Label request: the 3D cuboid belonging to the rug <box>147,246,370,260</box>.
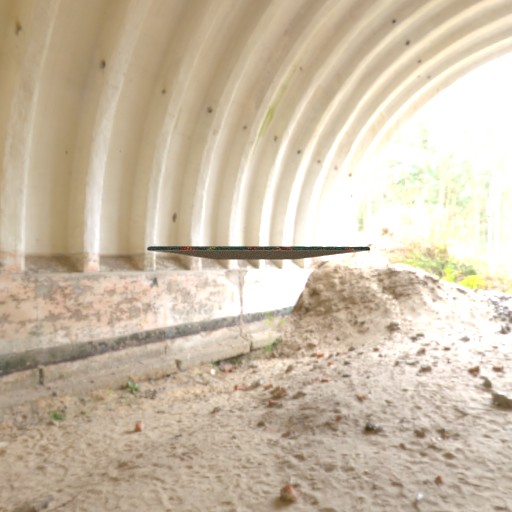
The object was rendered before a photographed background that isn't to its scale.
[{"bbox_3d":[0.000,0.000,2.475,0.686,0.013,2.286,0,-1,0],"label":"rug"}]
